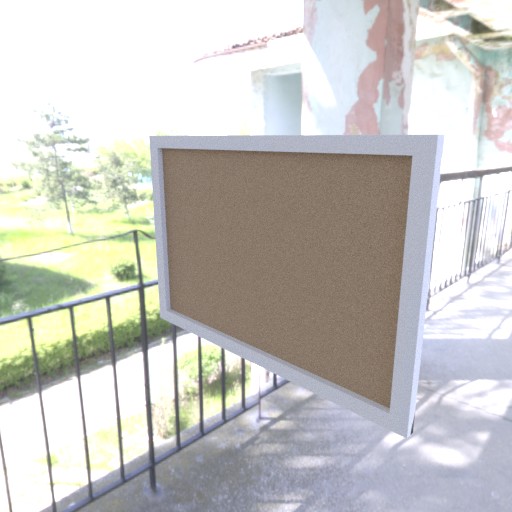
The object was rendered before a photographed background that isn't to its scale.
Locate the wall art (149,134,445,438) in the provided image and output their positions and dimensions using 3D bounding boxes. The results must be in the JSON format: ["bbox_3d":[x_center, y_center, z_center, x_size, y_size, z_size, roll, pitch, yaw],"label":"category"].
[{"bbox_3d":[0.000,0.000,1.459,1.144,0.767,0.038,14,21,43],"label":"wall art"}]
